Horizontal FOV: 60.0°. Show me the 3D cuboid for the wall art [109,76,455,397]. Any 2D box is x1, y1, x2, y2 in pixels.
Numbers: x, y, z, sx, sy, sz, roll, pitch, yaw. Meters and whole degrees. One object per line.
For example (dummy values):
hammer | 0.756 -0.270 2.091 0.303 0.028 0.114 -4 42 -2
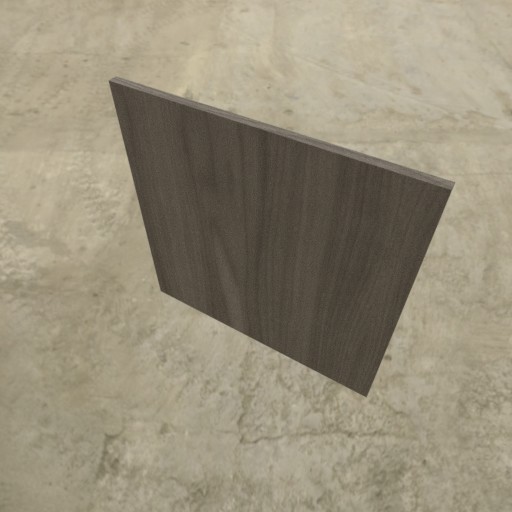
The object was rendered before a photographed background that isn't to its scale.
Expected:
wall art | 0.000 0.000 0.764 0.508 0.507 0.016 24 51 20
